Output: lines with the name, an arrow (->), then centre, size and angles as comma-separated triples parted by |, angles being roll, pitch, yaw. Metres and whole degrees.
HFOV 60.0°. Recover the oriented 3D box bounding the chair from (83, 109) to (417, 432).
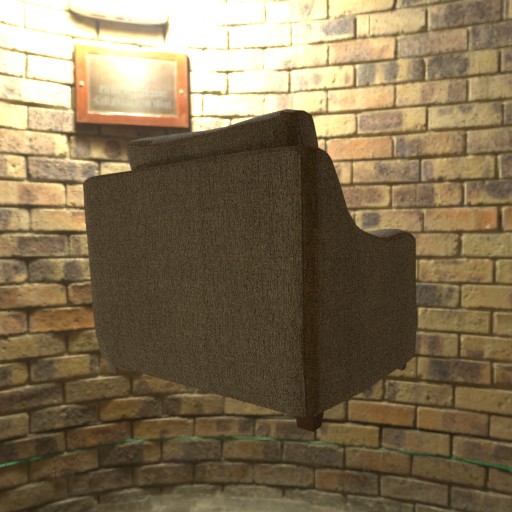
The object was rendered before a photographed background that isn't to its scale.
chair -> 0.000, 0.000, 1.960 | 1.138, 1.037, 1.009 | 1, 2, 37
